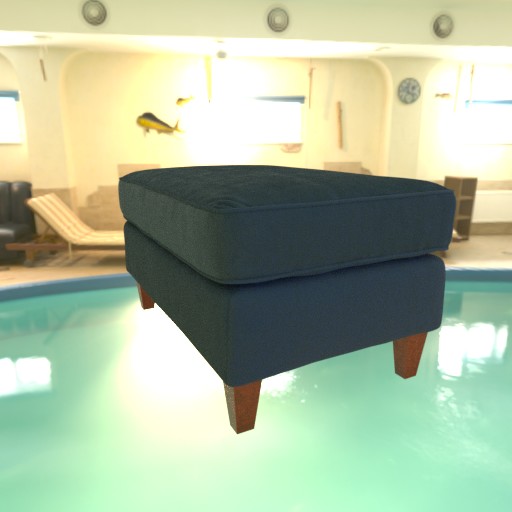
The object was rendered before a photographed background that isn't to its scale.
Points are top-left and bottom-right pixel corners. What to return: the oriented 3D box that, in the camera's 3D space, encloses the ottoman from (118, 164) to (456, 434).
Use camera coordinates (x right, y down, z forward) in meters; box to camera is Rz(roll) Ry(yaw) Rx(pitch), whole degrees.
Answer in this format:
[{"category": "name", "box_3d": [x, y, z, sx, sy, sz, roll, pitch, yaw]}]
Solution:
[{"category": "ottoman", "box_3d": [0.000, 0.000, 1.236, 0.583, 0.484, 0.862, -8, 16, -27]}]
